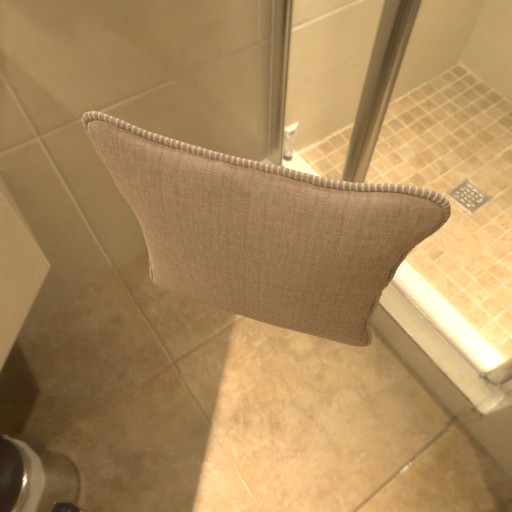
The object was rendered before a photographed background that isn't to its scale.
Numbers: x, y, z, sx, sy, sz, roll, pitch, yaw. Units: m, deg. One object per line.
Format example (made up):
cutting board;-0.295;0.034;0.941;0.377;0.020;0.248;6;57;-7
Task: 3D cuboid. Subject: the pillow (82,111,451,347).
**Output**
pillow;0.000;0.000;0.744;0.485;0.494;0.124;15;60;9
